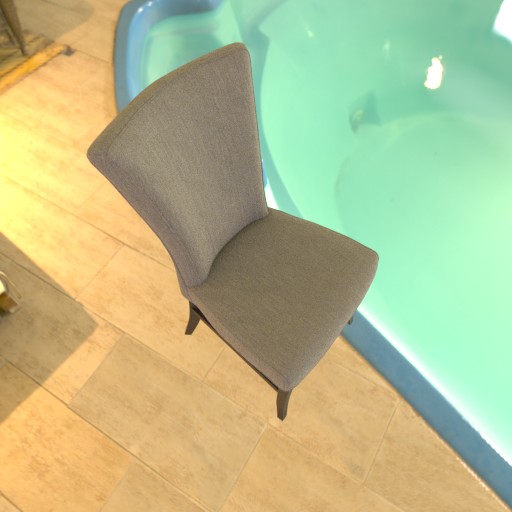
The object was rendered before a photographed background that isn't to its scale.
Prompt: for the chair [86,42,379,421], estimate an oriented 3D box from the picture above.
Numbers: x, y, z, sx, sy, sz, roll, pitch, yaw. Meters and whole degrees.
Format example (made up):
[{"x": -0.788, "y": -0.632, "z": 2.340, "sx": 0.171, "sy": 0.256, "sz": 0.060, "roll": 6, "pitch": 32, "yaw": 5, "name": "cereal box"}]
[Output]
[{"x": 0.000, "y": 0.000, "z": 1.368, "sx": 0.660, "sy": 0.991, "sz": 0.520, "roll": 33, "pitch": 63, "yaw": 19, "name": "chair"}]
